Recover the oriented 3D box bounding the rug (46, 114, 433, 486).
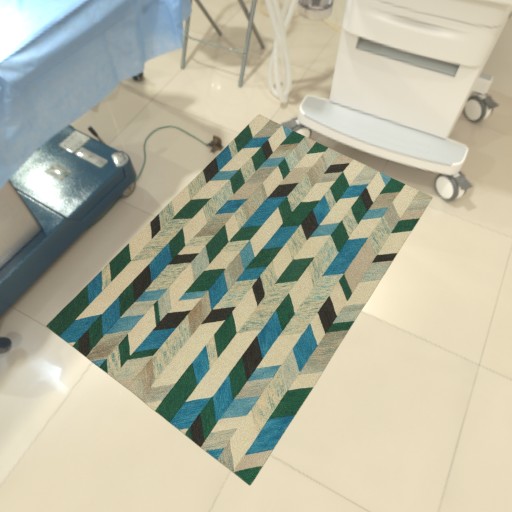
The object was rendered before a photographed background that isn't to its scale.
[{"bbox_3d":[0.000,0.000,2.362,1.229,0.005,1.827,31,64,17],"label":"rug"}]
